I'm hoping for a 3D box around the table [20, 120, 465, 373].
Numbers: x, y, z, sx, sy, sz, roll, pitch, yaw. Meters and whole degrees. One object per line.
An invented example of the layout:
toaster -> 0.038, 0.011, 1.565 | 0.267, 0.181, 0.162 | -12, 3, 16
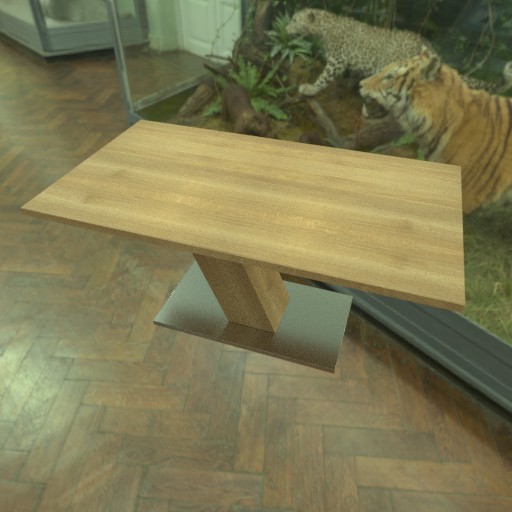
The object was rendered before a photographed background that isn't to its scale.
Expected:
table -> 0.000, 0.000, 2.062 | 1.600, 0.750, 0.900 | 12, 41, 14
